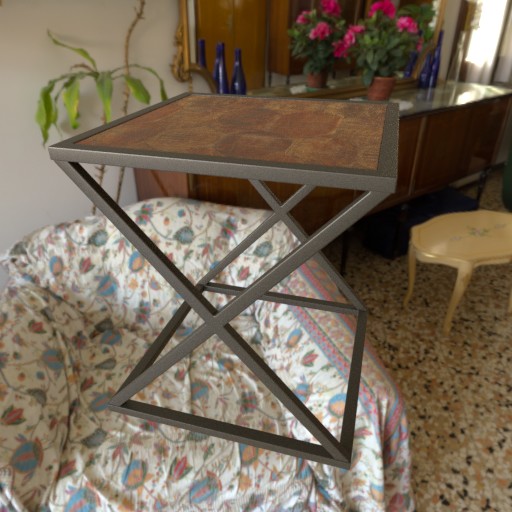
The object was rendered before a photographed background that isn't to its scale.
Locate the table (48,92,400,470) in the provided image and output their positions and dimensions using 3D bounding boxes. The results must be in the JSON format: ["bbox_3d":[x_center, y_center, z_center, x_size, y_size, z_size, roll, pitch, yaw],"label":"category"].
[{"bbox_3d":[0.000,0.000,0.944,0.500,0.565,0.500,8,30,14],"label":"table"}]
